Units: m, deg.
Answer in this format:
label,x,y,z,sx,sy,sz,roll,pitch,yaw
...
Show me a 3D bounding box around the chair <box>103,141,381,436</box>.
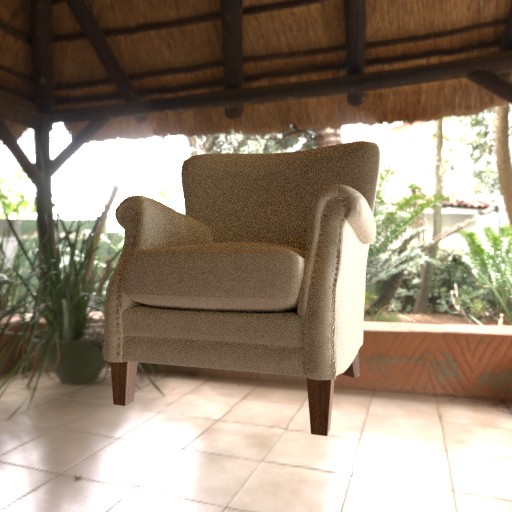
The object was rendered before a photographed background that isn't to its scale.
label,x,y,z,sx,sy,sz,roll,pitch,yaw
chair,0.000,0.000,1.629,0.861,0.936,0.921,0,0,19
